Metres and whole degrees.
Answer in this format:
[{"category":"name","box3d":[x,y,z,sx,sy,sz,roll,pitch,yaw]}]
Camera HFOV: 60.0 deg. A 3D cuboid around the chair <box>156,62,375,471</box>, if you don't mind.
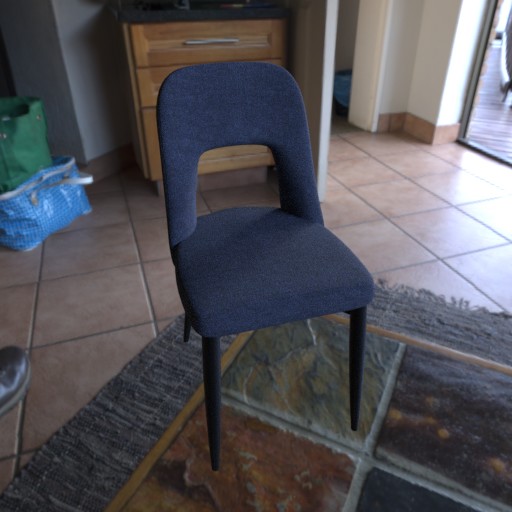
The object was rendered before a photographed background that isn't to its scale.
[{"category":"chair","box3d":[0.000,0.000,1.242,0.470,0.931,0.612,-9,33,-15]}]
